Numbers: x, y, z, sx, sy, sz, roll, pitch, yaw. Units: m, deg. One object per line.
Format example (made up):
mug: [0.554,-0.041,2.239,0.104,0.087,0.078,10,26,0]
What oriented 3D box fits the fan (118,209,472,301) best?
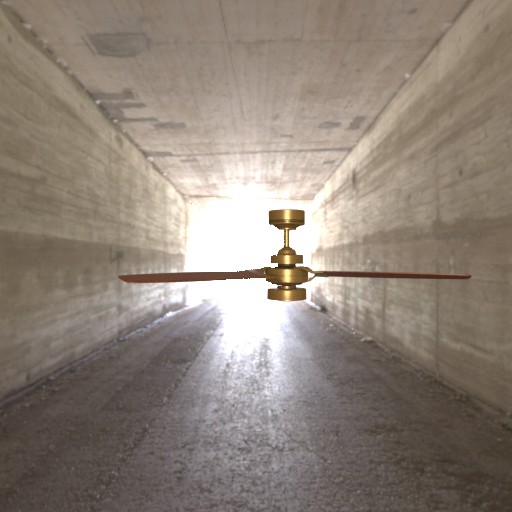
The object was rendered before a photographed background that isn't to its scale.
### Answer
fan: [0.000,0.000,2.033,1.271,0.425,1.416,0,0,-36]
